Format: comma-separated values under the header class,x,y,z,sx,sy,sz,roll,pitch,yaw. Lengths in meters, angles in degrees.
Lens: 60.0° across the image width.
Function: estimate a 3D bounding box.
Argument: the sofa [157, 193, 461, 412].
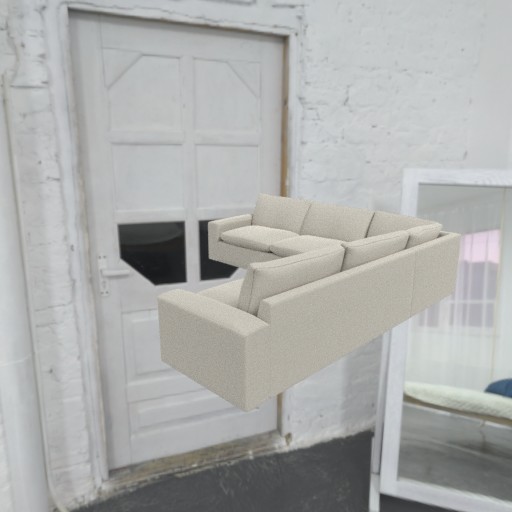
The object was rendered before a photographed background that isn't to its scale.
class,x,y,z,sx,sy,sz,roll,pitch,yaw
sofa,0.000,0.000,4.782,3.206,0.918,3.066,-14,20,-43
